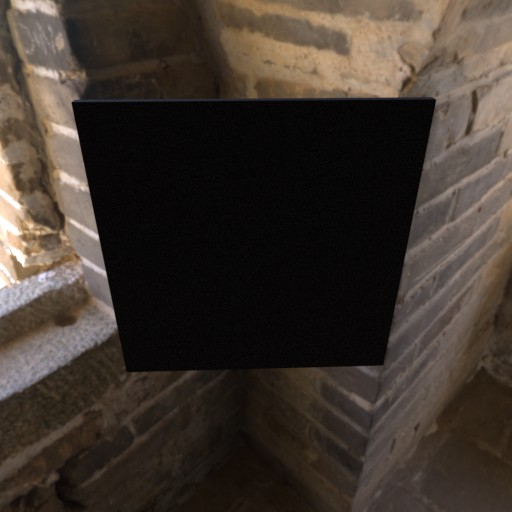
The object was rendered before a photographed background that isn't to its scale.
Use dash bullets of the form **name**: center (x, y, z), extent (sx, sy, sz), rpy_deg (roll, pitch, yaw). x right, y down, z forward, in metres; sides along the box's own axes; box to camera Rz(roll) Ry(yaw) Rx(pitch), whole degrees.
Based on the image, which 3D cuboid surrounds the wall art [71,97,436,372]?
- **wall art**: center (0.000, 0.000, 0.675), extent (0.456, 0.458, 0.013), rpy_deg (-1, 31, -2)
